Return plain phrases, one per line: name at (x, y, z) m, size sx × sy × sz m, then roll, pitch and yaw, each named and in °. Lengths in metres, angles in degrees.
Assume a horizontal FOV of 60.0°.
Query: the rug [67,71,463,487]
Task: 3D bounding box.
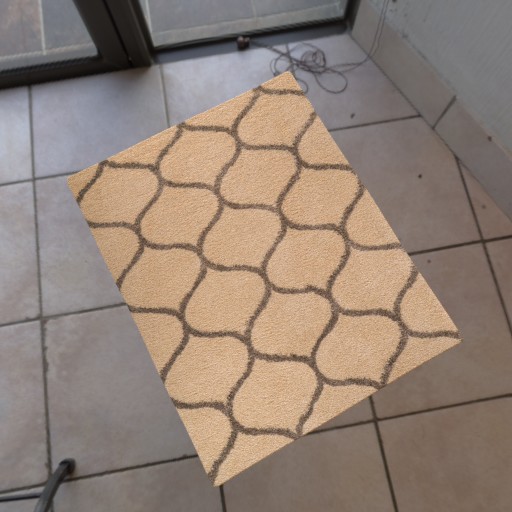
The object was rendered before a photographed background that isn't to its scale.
rug at (0.000, 0.000, 3.946) m, size 2.399 × 0.026 × 3.000 m, roll -28°, pitch 78°, yaw -7°
